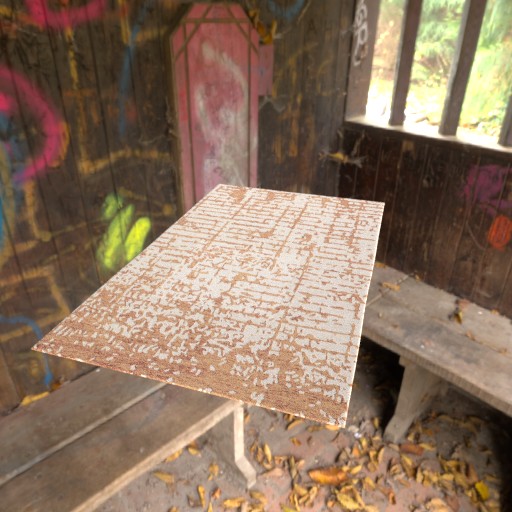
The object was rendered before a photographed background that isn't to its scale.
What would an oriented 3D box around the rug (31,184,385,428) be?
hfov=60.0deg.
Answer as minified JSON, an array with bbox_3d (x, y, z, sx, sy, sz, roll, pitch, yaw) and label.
[{"bbox_3d":[0.000,0.000,2.963,1.517,0.011,2.435,9,30,16],"label":"rug"}]
